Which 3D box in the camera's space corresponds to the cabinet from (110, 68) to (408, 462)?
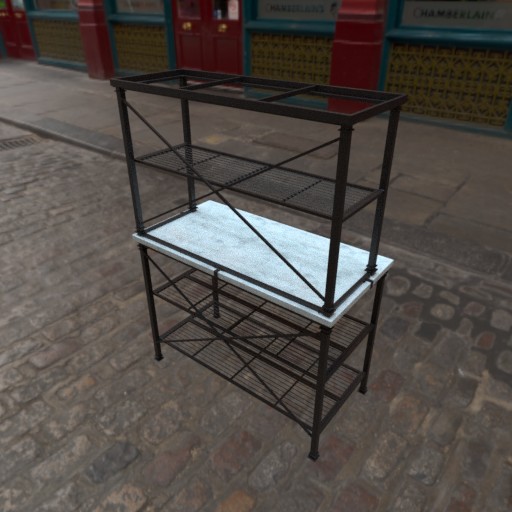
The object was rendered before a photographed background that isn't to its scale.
[{"bbox_3d":[0.000,0.000,2.265,1.210,1.659,0.610,21,36,32],"label":"cabinet"}]
